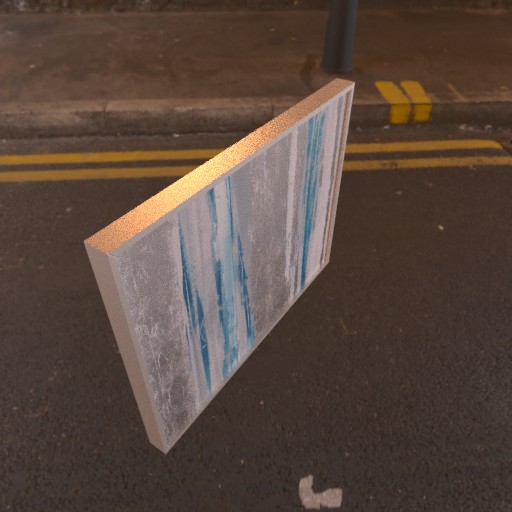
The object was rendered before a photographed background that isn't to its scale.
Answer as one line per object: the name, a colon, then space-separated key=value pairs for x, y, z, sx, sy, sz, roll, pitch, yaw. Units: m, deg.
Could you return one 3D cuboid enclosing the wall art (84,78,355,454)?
wall art: x=0.000 y=0.000 z=1.418 sx=0.066 sy=0.801 sz=1.056 roll=24 pitch=47 yaw=25
